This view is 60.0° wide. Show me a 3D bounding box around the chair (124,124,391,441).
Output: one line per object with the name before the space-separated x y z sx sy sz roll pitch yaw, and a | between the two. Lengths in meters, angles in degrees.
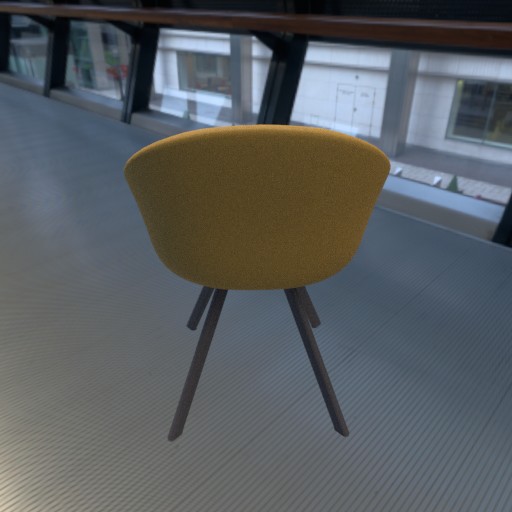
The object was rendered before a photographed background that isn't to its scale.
chair | 0.000 0.000 1.146 0.551 0.793 0.583 -1 29 -2
